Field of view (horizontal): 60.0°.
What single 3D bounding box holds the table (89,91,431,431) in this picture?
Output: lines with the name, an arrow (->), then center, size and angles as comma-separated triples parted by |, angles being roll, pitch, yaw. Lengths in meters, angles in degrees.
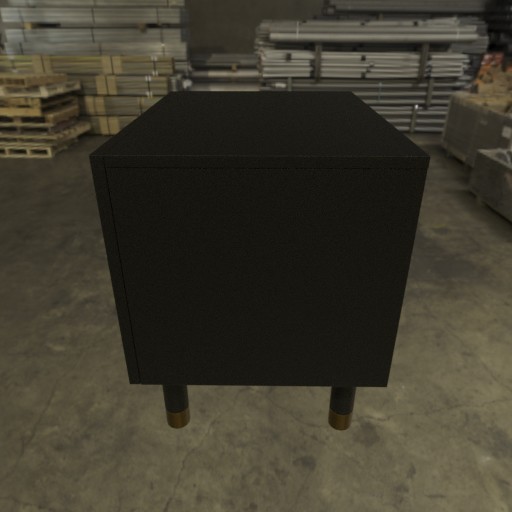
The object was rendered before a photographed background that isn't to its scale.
table -> 0.000, 0.000, 0.938 | 0.441, 0.584, 0.564 | 0, 28, 1
